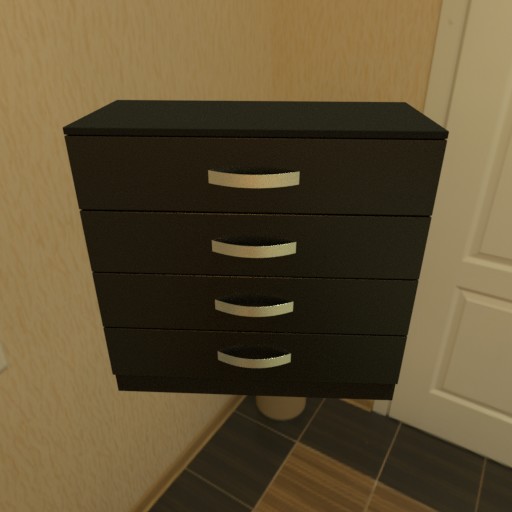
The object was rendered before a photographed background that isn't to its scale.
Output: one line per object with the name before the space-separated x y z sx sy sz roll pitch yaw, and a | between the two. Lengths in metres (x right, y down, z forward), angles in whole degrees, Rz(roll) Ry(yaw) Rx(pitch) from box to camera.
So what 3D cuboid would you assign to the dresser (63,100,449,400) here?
dresser | 0.000 0.000 1.162 0.750 0.720 0.360 1 28 2
